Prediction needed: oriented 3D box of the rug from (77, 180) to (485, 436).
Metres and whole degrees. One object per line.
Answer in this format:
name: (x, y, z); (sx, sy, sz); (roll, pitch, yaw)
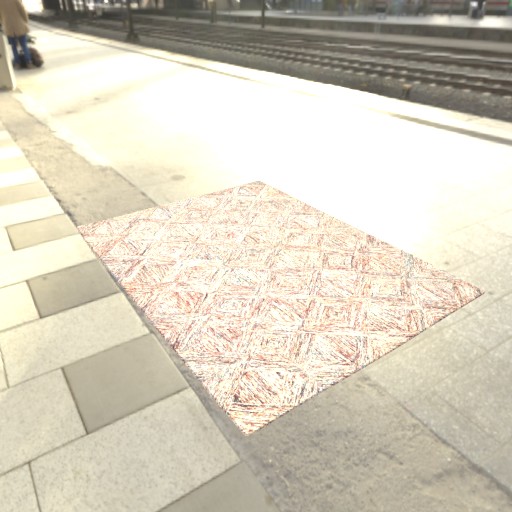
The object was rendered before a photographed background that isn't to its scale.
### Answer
rug: (0.000, 0.000, 4.196); (2.436, 0.024, 3.226); (-20, 36, -30)
